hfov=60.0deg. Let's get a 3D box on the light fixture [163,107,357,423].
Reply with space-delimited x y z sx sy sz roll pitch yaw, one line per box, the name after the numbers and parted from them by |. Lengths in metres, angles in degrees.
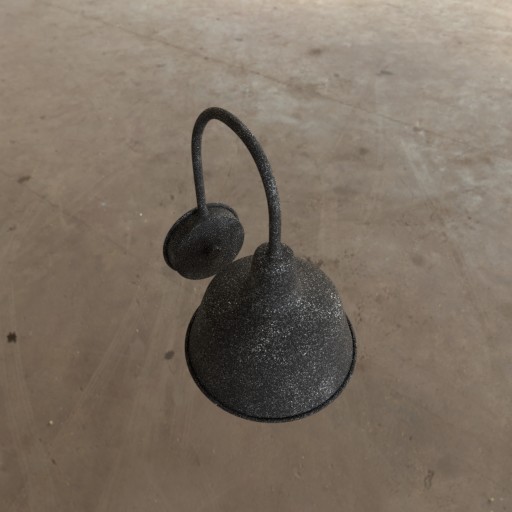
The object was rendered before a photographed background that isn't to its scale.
0.000 0.000 0.491 0.216 0.300 0.283 -25 51 -22 | light fixture
